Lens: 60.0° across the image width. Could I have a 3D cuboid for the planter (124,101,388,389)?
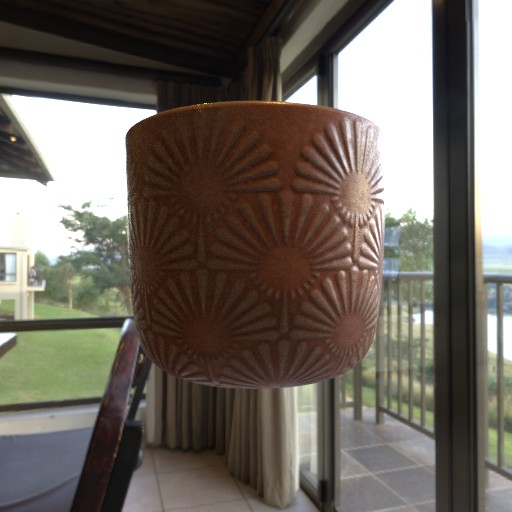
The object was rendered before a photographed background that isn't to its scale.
[{"bbox_3d":[0.000,0.000,0.217,0.124,0.109,0.124,0,-1,0],"label":"planter"}]
